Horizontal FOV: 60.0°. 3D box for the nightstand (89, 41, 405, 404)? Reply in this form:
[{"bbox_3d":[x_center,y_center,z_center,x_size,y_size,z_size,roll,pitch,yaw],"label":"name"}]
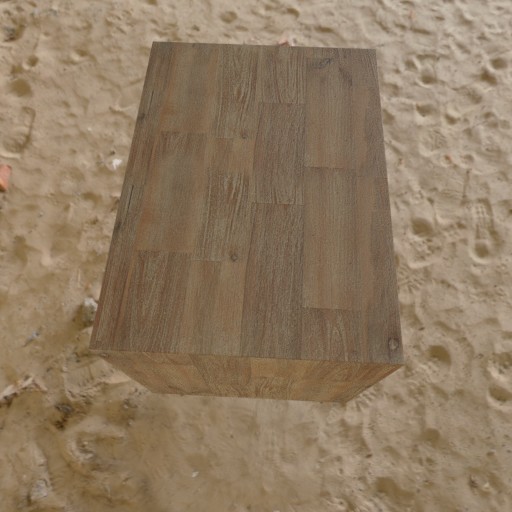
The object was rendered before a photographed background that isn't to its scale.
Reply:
[{"bbox_3d":[0.000,0.000,0.936,0.396,0.589,0.552,3,65,1],"label":"nightstand"}]
